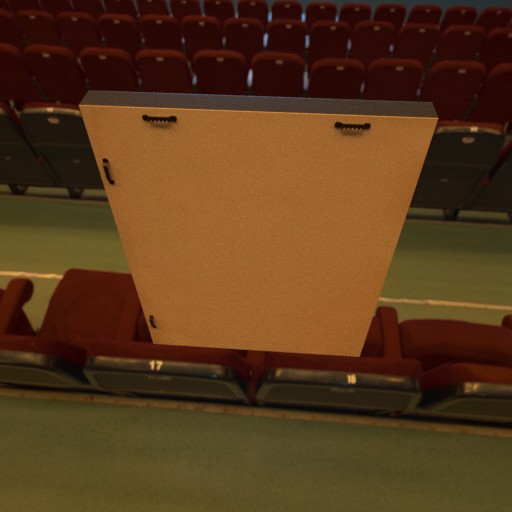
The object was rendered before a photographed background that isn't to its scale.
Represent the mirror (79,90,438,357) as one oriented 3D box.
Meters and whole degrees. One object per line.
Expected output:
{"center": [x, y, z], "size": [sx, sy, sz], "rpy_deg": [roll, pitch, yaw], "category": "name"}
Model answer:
{"center": [0.000, 0.000, 0.693], "size": [0.405, 0.508, 0.041], "rpy_deg": [3, 47, 3], "category": "mirror"}
